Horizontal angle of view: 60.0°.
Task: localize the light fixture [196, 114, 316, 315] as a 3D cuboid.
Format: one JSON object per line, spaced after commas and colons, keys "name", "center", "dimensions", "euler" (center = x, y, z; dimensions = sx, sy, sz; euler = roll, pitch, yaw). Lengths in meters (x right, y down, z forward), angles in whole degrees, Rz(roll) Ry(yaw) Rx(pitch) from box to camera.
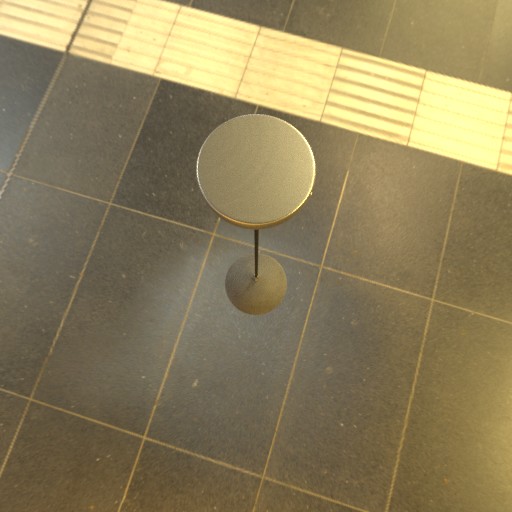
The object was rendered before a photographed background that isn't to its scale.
{"name": "light fixture", "center": [0.000, 0.000, 0.806], "dimensions": [0.153, 0.760, 0.153], "euler": [-2, 77, -1]}
